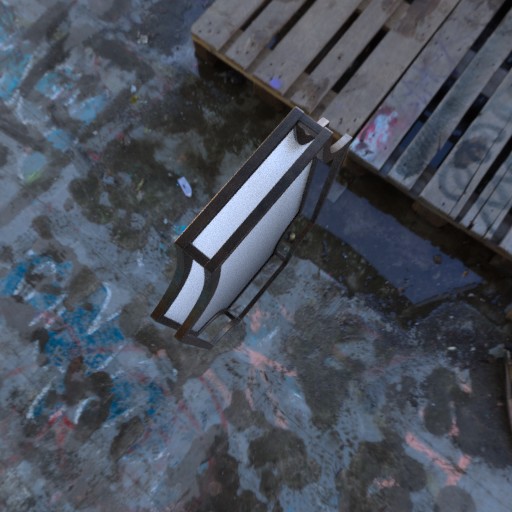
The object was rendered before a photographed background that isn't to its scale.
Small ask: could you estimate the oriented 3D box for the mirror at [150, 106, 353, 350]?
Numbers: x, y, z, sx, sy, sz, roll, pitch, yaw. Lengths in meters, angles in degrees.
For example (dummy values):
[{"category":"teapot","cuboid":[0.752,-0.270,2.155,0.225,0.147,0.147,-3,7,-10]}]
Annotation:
[{"category":"mirror","cuboid":[0.000,0.000,0.987,0.066,0.811,0.462,39,80,8]}]
